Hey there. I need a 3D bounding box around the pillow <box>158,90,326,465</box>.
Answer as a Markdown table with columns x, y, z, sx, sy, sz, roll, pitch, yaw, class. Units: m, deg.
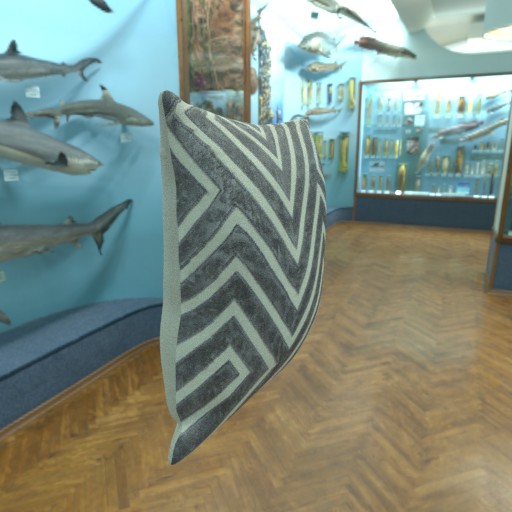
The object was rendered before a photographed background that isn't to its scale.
| x | y | z | sx | sy | sz | roll | pitch | yaw | class |
| --- | --- | --- | --- | --- | --- | --- | --- | --- | --- |
| 0.000 | 0.000 | 0.679 | 0.182 | 0.441 | 0.440 | 7 | 16 | 26 | pillow |
